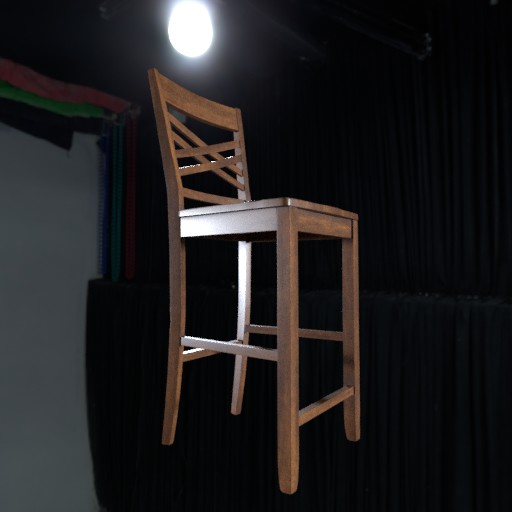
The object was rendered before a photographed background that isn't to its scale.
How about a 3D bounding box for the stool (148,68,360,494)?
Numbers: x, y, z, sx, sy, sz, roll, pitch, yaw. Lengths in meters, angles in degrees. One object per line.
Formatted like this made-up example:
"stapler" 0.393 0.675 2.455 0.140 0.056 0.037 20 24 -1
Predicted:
"stool" 0.000 0.000 1.323 0.504 1.098 0.426 -1 -2 35
